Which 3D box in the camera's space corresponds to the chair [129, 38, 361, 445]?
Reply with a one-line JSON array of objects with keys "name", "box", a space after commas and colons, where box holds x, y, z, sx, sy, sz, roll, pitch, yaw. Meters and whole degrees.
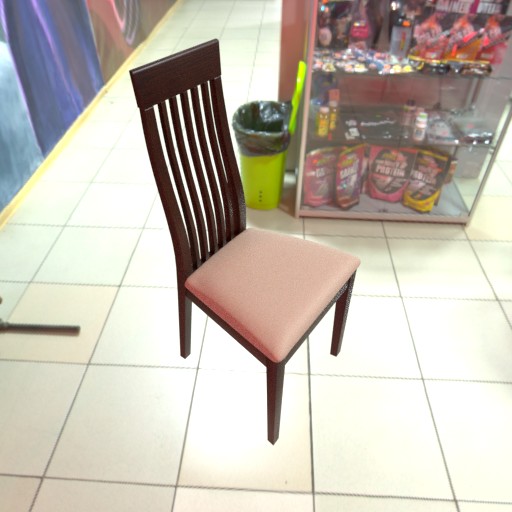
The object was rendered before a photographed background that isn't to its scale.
[{"name": "chair", "box": [0.000, 0.000, 1.275, 0.474, 1.027, 0.460, 26, 48, 26]}]
